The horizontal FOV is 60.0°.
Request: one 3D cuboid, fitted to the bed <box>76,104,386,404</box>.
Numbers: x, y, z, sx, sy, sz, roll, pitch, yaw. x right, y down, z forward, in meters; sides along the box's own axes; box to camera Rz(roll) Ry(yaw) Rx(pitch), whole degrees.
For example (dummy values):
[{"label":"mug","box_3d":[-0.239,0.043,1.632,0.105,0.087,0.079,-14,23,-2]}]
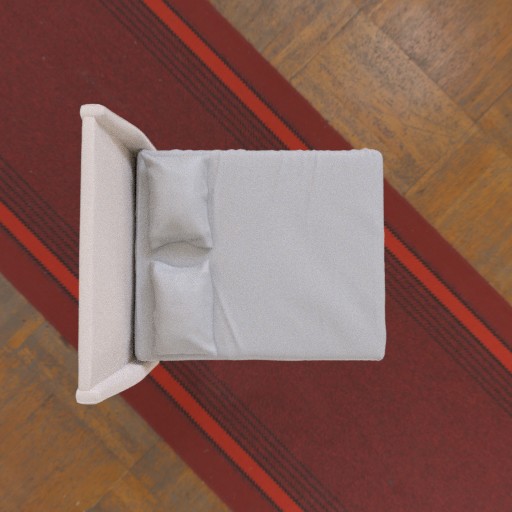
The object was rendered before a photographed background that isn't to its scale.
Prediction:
[{"label":"bed","box_3d":[0.000,0.000,3.451,2.276,1.332,1.925,0,88,0]}]
